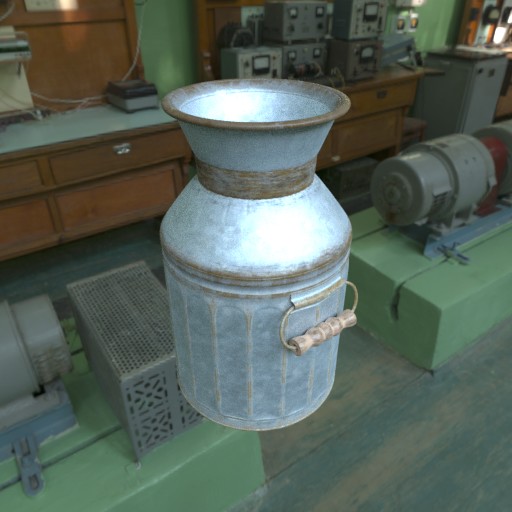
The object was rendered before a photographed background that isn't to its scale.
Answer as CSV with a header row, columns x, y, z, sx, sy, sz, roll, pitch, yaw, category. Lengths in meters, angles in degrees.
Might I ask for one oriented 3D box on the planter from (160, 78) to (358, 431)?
x,y,z,sx,sy,sz,roll,pitch,yaw,category
0.000,0.000,0.515,0.215,0.358,0.248,-22,39,-30,planter
